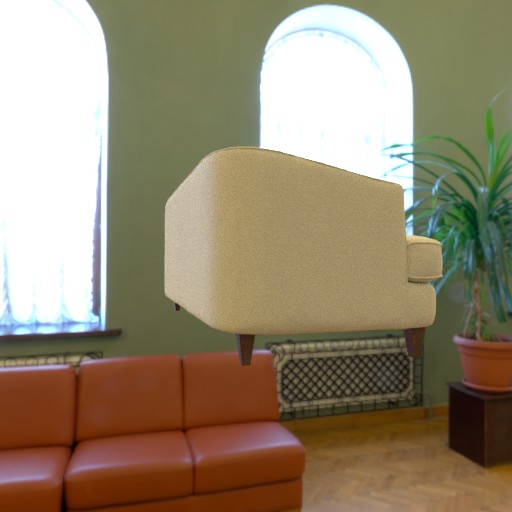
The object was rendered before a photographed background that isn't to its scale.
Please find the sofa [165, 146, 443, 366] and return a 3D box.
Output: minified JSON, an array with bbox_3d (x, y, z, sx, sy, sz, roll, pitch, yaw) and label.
[{"bbox_3d":[0.000,0.000,2.734,0.941,0.855,2.278,0,-1,-18],"label":"sofa"}]
